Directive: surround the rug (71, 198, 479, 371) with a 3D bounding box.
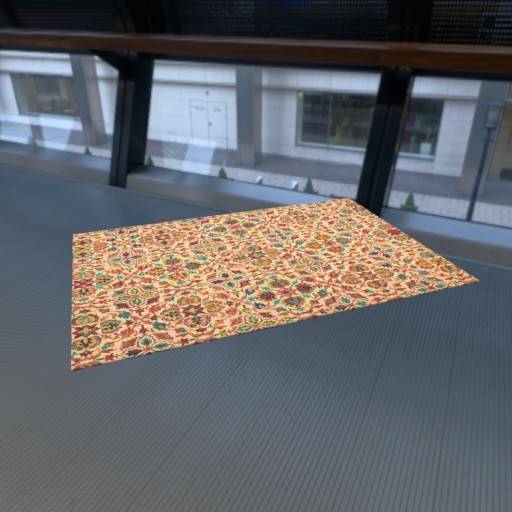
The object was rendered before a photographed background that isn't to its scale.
[{"bbox_3d":[0.000,0.000,2.358,1.838,0.013,1.226,-9,29,-17],"label":"rug"}]
